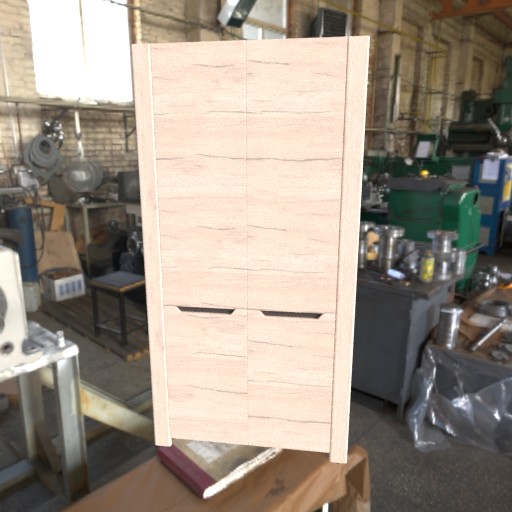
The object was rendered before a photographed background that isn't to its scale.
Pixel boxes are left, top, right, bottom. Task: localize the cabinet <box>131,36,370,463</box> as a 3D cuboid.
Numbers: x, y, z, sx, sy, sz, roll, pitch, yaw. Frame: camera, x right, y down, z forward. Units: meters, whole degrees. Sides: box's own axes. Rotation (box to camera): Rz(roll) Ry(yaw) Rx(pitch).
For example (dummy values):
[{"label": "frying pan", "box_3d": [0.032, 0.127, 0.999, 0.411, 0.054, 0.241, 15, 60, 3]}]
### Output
[{"label": "cabinet", "box_3d": [0.000, 0.000, 2.293, 0.980, 1.930, 0.580, 2, 13, 8]}]
